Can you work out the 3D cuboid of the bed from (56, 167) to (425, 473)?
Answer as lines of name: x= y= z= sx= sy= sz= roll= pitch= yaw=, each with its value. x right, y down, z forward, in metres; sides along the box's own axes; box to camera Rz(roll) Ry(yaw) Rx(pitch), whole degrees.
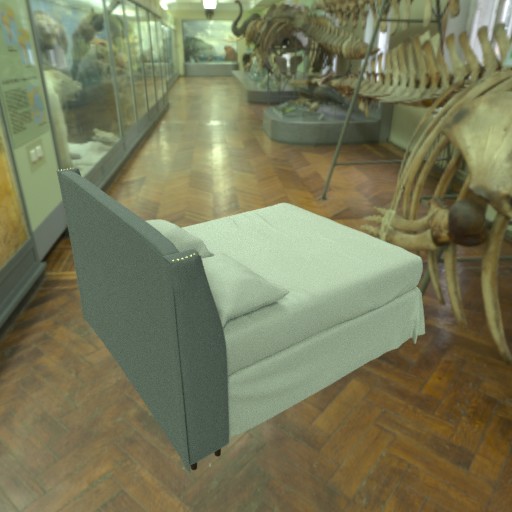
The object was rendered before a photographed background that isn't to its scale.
bed: x=0.000 y=0.000 z=3.420 sx=2.276 sy=1.332 sz=1.925 roll=-17 pitch=30 yaw=-32
